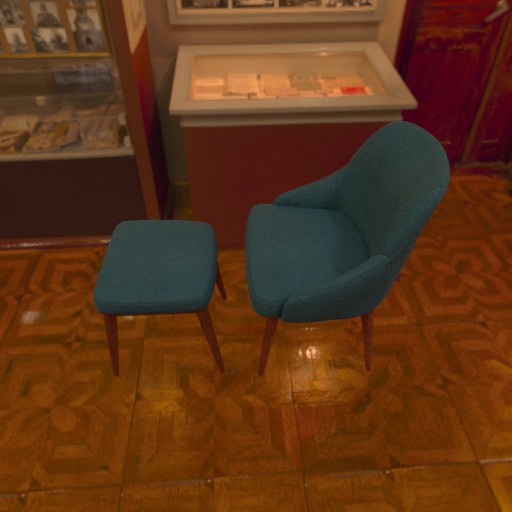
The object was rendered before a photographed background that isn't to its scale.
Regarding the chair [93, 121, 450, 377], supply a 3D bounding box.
[{"bbox_3d":[0.000,0.000,1.598,1.114,0.866,0.584,-1,42,-1],"label":"chair"}]
